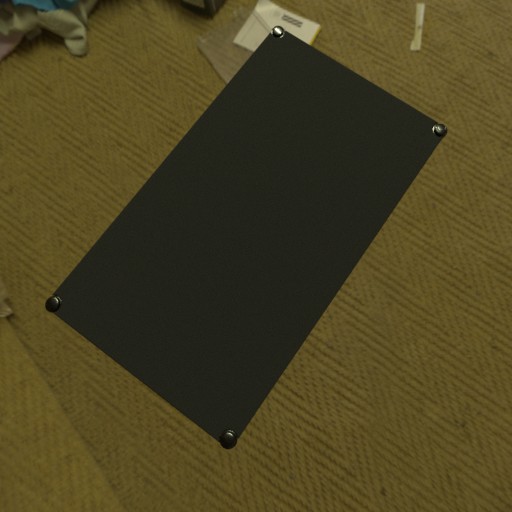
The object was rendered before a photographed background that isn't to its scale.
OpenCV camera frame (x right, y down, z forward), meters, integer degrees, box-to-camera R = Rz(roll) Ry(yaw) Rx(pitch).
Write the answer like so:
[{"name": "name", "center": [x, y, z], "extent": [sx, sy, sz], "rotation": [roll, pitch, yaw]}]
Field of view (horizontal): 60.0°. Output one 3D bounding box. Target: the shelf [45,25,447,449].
[{"name": "shelf", "center": [0.000, 0.000, 0.940], "extent": [0.338, 0.564, 0.589], "rotation": [35, 79, 8]}]
